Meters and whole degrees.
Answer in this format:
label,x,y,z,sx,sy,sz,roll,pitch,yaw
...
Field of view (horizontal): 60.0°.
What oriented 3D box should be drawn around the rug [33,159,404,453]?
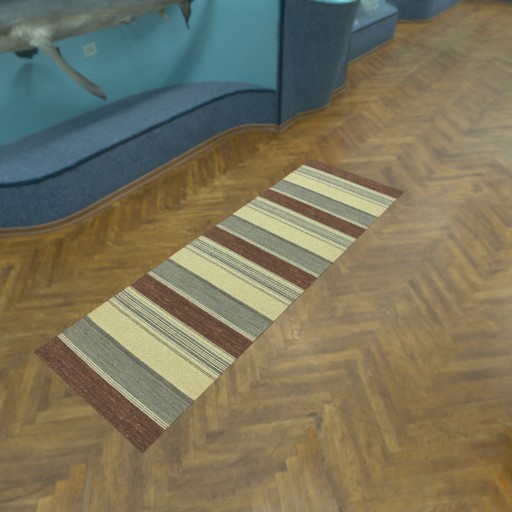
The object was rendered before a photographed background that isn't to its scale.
label,x,y,z,sx,sy,sz,roll,pitch,yaw
rug,0.000,0.000,2.664,0.792,0.006,2.437,27,48,28
